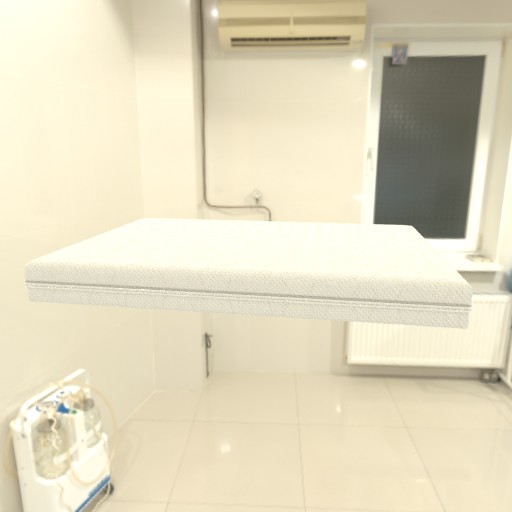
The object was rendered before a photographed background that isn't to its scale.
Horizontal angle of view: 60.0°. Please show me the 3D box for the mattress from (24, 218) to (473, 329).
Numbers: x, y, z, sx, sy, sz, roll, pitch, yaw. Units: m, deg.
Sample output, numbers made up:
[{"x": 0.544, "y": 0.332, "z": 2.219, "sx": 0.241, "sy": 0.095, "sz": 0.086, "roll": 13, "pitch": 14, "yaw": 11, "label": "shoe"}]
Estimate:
[{"x": 0.000, "y": 0.000, "z": 2.606, "sx": 2.000, "sy": 0.200, "sz": 1.400, "roll": 2, "pitch": 14, "yaw": 9, "label": "mattress"}]
